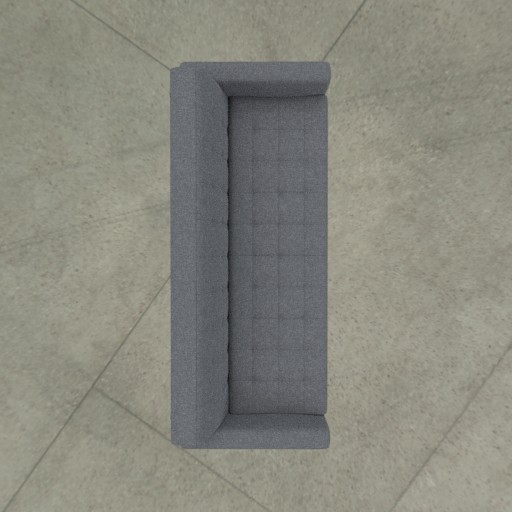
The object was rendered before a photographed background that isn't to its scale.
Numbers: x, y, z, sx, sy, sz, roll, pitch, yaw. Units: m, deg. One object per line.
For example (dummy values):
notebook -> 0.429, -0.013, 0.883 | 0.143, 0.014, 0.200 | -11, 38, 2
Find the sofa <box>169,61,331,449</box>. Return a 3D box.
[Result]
sofa -> 0.000, 0.000, 2.470 | 0.810, 0.850, 2.040 | 0, 91, 0
